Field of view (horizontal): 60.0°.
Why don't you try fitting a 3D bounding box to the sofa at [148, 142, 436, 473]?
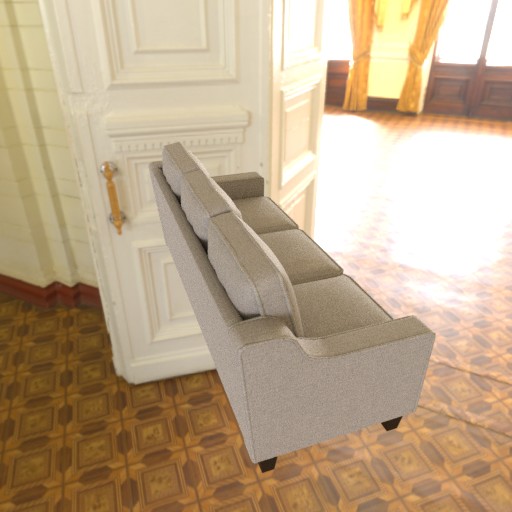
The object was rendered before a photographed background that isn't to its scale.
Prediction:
[{"bbox_3d":[0.000,0.000,2.628,0.899,0.950,2.129,-10,31,-17],"label":"sofa"}]
